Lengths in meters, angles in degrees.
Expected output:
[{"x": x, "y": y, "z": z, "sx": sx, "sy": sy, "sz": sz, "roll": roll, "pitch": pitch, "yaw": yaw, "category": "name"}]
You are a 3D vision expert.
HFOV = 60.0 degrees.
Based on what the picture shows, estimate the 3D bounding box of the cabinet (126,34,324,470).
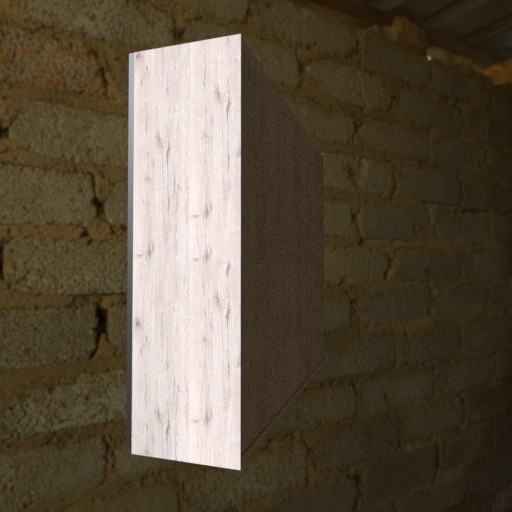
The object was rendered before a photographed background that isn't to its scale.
[{"x": 0.000, "y": 0.000, "z": 3.501, "sx": 0.660, "sy": 2.180, "sz": 2.500, "roll": 0, "pitch": -2, "yaw": 18, "category": "cabinet"}]
